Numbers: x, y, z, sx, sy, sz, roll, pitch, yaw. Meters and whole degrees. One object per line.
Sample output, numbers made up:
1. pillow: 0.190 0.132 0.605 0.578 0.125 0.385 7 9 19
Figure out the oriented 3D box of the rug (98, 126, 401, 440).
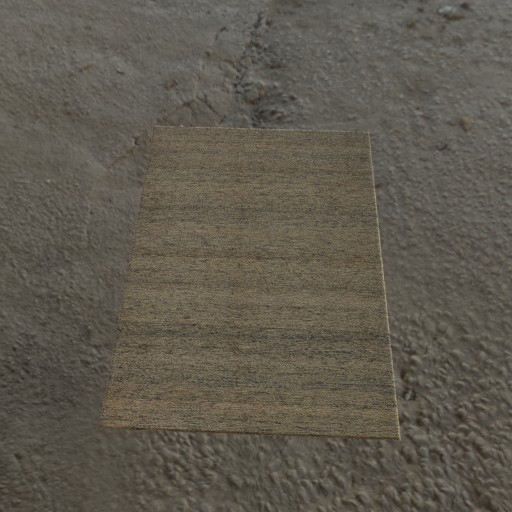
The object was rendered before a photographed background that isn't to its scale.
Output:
1. rug: 0.000 0.000 4.260 2.414 0.036 3.199 2 63 1
